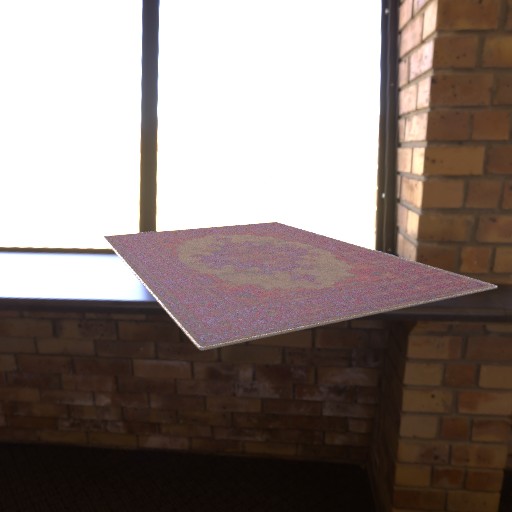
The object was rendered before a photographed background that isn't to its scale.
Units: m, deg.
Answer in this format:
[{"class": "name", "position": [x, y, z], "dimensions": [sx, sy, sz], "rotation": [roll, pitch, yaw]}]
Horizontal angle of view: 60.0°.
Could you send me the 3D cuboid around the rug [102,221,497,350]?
[{"class": "rug", "position": [0.000, 0.000, 3.624], "dimensions": [2.005, 0.014, 2.878], "rotation": [-7, 15, -26]}]
